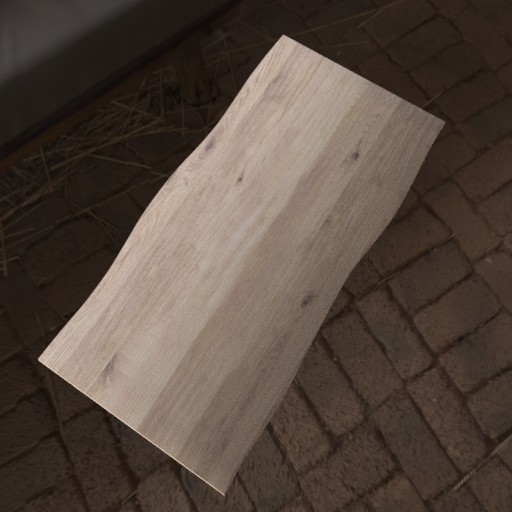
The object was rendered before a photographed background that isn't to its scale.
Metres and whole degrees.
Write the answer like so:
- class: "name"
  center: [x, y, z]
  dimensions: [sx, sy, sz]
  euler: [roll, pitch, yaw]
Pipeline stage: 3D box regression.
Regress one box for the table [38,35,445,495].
- class: "table"
  center: [0.000, 0.000, 2.220]
  dimensions: [0.900, 0.780, 1.800]
  euler: [32, 77, 8]
